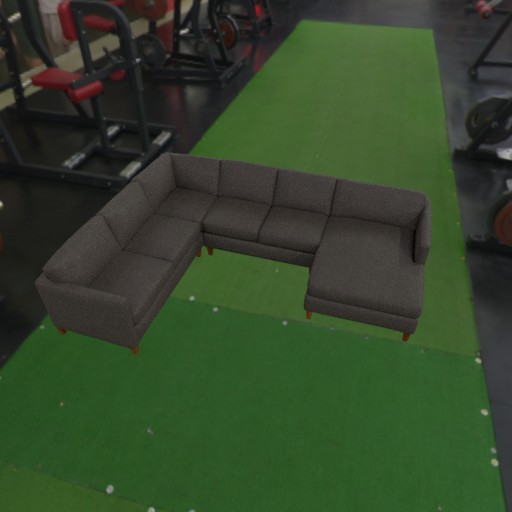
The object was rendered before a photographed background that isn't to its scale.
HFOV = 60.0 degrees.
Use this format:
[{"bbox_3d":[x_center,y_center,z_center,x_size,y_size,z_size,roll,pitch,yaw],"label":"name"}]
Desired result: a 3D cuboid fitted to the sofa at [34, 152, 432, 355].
[{"bbox_3d":[0.000,0.000,4.708,3.460,0.961,2.594,11,41,13],"label":"sofa"}]
